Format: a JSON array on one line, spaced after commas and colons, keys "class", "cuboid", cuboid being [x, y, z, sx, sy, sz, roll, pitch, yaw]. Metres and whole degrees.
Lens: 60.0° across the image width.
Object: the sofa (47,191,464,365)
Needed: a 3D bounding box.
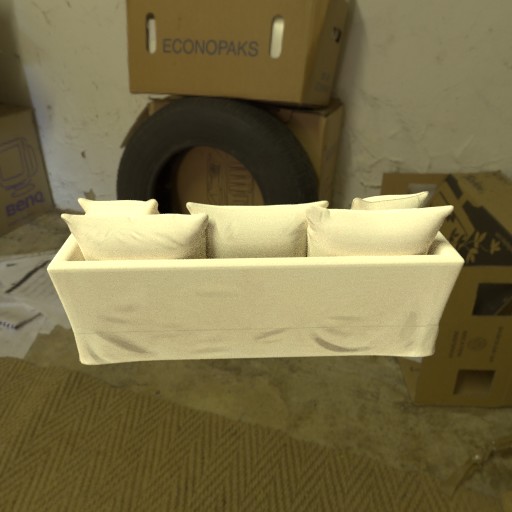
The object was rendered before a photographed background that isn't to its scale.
[{"class": "sofa", "cuboid": [0.000, 0.000, 3.141, 2.484, 1.042, 1.030, -1, 30, -2]}]
